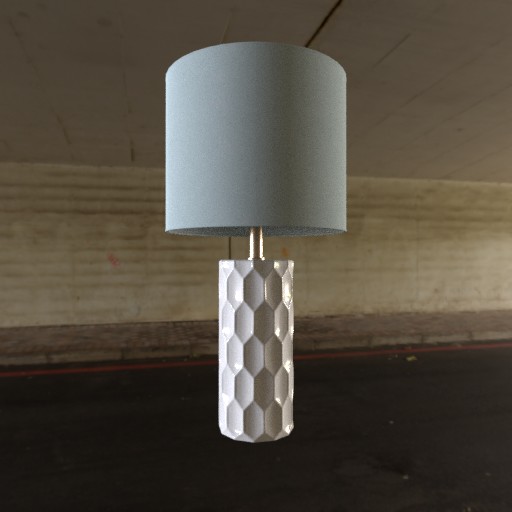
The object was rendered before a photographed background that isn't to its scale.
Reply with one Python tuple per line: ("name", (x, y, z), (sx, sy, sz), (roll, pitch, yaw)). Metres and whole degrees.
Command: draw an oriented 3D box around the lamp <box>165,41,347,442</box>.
("lamp", (0.000, 0.000, 0.690), (0.277, 0.534, 0.277), (0, 0, 18))
